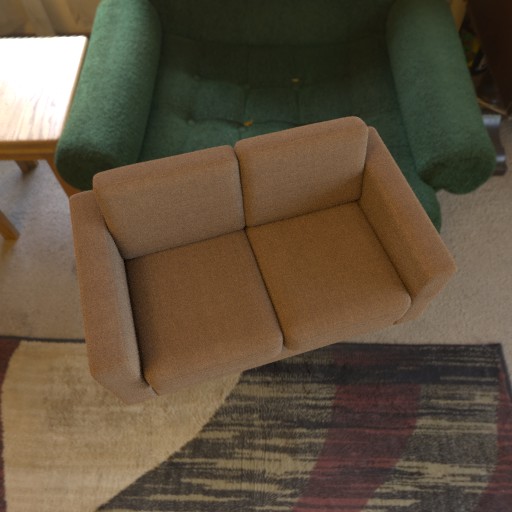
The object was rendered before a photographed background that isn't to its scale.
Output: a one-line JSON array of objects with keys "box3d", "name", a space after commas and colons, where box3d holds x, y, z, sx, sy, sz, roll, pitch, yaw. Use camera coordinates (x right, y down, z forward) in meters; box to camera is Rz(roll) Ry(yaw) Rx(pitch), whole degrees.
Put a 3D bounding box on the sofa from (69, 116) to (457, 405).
[{"box3d": [0.000, 0.000, 2.049, 1.520, 0.800, 0.900, -15, 61, -8], "name": "sofa"}]
